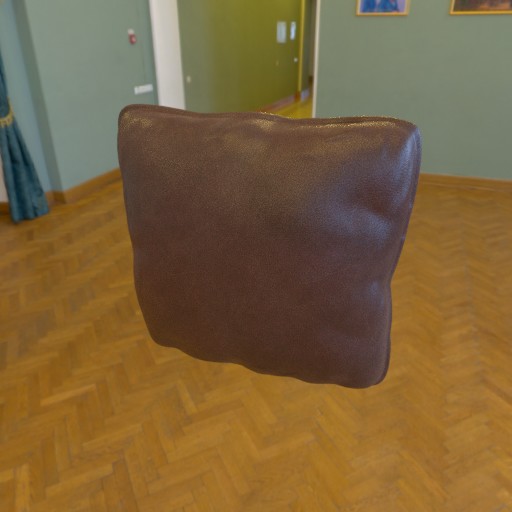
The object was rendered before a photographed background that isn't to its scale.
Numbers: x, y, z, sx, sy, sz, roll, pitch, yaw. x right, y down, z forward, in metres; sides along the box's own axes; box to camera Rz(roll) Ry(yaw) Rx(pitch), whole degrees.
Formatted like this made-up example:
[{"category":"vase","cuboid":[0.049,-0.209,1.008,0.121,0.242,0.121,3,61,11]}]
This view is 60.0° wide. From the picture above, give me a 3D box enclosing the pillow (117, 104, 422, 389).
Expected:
[{"category":"pillow","cuboid":[0.000,0.000,0.828,0.532,0.523,0.236,8,28,16]}]
